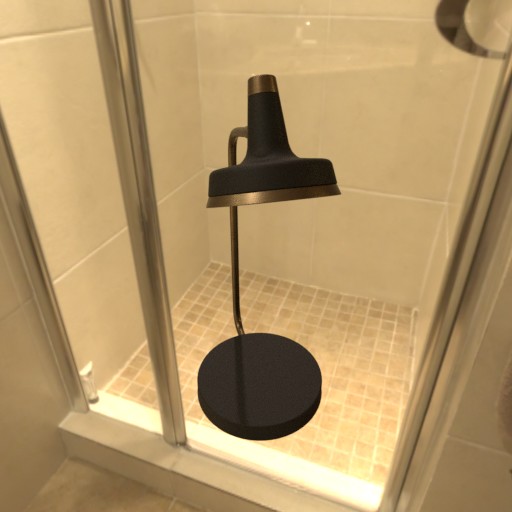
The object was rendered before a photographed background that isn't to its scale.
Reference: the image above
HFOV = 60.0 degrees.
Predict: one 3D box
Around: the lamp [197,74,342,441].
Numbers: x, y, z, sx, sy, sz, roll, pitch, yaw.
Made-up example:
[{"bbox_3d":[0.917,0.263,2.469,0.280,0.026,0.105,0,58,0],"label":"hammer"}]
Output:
[{"bbox_3d":[0.000,0.000,0.493,0.162,0.385,0.218,-9,33,-14],"label":"lamp"}]
